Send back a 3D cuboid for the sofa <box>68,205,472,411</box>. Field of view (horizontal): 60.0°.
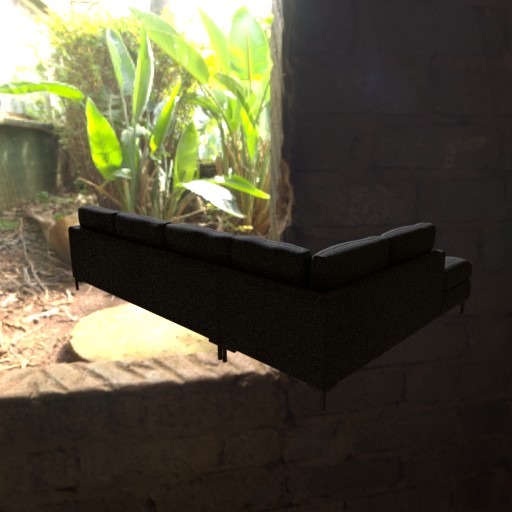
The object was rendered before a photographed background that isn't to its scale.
[{"bbox_3d":[0.000,0.000,3.836,2.949,0.815,2.007,13,19,42],"label":"sofa"}]
